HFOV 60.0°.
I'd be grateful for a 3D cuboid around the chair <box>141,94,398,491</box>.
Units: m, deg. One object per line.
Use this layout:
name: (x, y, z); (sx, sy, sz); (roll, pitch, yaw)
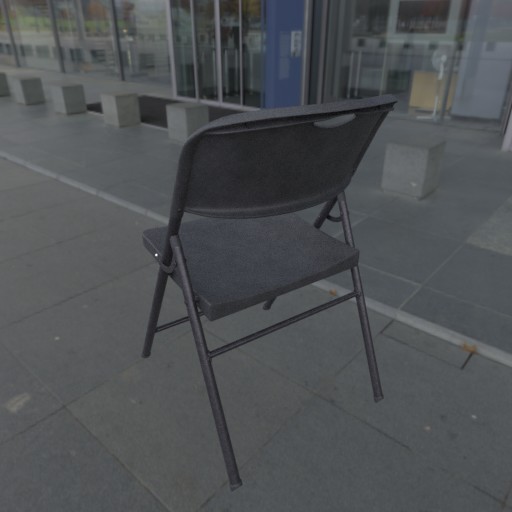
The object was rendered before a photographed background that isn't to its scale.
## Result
chair: (0.000, 0.000, 1.112); (0.494, 0.810, 0.567); (-18, 33, -30)
